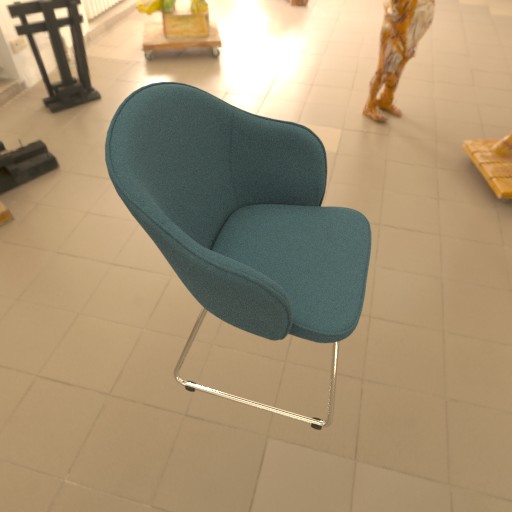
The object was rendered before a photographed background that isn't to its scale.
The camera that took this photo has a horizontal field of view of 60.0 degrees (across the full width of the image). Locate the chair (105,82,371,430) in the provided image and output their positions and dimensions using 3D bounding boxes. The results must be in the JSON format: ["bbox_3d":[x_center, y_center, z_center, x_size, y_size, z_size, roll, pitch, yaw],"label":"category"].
[{"bbox_3d":[0.000,0.000,1.183,0.585,0.815,0.570,10,47,10],"label":"chair"}]
